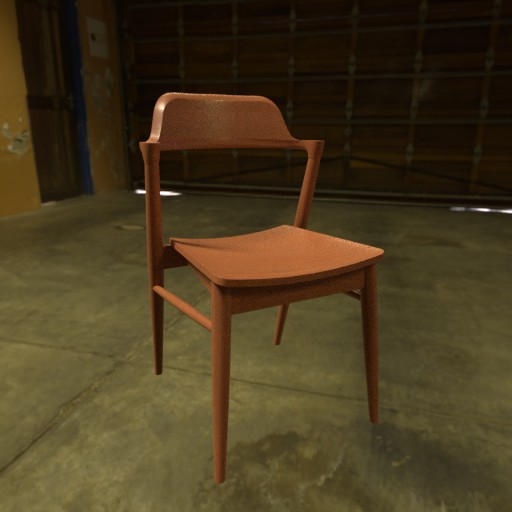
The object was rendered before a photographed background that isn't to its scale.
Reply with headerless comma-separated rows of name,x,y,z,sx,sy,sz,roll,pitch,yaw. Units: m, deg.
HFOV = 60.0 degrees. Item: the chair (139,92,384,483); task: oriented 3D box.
chair,0.000,0.000,1.118,0.496,0.801,0.499,-8,18,-27
